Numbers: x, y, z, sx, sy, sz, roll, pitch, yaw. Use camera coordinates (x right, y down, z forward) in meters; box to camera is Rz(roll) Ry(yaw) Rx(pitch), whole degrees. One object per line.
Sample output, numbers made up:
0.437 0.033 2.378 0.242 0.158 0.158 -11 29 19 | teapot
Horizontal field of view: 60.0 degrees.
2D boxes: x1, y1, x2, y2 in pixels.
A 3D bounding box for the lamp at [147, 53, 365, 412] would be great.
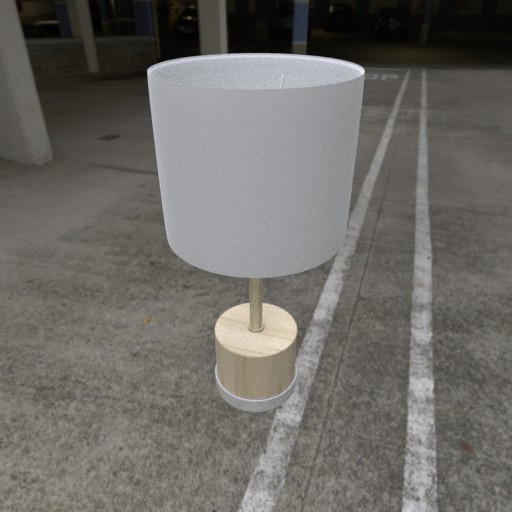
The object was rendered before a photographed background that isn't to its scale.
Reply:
0.000 0.000 0.594 0.229 0.470 0.229 10 33 16 | lamp
